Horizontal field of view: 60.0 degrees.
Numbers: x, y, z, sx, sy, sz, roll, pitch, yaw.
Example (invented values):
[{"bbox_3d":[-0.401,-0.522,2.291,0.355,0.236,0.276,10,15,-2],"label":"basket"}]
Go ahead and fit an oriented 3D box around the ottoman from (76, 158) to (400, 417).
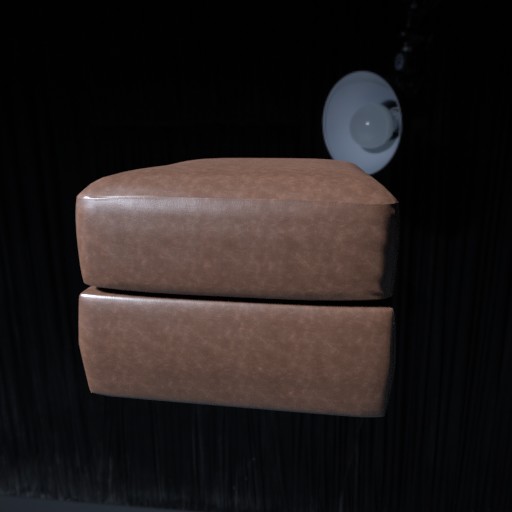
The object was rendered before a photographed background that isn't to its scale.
[{"bbox_3d":[0.000,0.000,1.140,0.603,0.476,0.751,2,15,8],"label":"ottoman"}]
